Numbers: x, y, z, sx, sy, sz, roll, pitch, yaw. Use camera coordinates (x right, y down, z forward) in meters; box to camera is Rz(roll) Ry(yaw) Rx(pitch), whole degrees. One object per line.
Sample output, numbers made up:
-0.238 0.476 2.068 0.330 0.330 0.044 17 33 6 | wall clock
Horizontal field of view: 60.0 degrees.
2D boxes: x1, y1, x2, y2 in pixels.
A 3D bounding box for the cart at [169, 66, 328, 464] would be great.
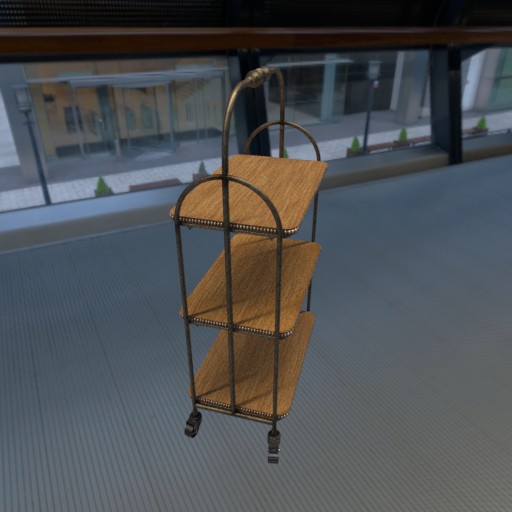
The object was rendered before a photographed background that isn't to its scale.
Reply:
0.000 0.000 1.347 0.330 1.052 0.650 8 30 14 | cart
